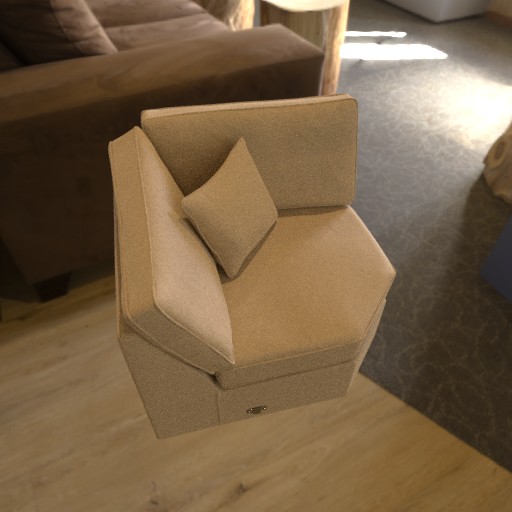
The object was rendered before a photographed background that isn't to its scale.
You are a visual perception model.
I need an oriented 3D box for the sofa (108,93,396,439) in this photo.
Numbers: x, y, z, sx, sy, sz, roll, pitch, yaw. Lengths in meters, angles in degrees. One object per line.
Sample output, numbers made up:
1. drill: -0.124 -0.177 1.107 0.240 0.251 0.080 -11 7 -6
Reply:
1. sofa: 0.000 0.000 1.834 1.042 0.937 1.050 -9 46 -9
